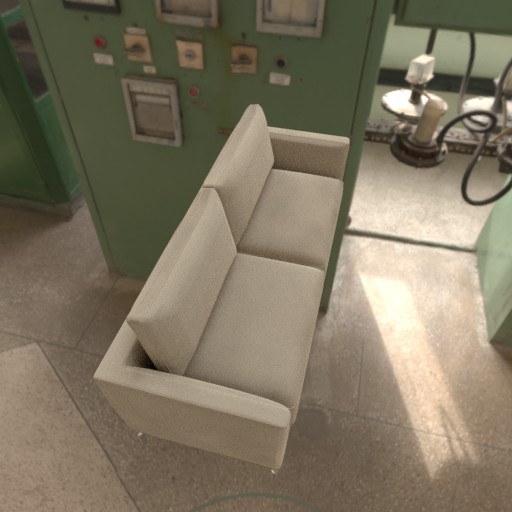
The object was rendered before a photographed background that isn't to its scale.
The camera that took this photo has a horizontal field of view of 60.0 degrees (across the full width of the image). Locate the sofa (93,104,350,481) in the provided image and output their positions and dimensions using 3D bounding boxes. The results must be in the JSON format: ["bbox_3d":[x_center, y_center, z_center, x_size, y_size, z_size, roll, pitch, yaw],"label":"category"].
[{"bbox_3d":[0.000,0.000,2.715,0.868,1.005,2.214,11,47,10],"label":"sofa"}]
